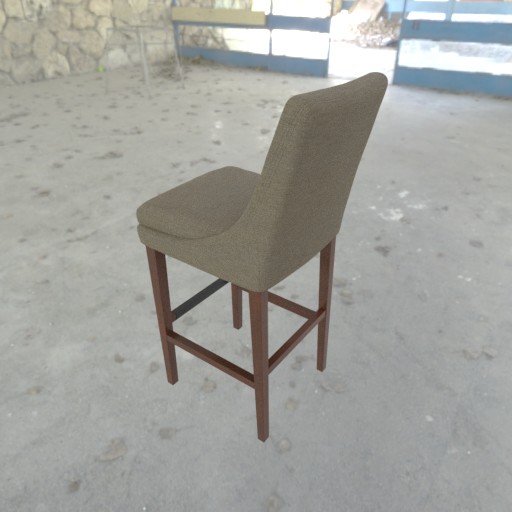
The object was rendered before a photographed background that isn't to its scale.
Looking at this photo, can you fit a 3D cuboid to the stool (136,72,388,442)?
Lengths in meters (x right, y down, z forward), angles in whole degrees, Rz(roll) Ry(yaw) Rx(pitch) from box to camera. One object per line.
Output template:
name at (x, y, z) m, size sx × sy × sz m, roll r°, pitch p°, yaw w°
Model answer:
stool at (0.000, 0.000, 1.392) m, size 0.577 × 1.078 × 0.470 m, roll 21°, pitch 37°, yaw 31°
